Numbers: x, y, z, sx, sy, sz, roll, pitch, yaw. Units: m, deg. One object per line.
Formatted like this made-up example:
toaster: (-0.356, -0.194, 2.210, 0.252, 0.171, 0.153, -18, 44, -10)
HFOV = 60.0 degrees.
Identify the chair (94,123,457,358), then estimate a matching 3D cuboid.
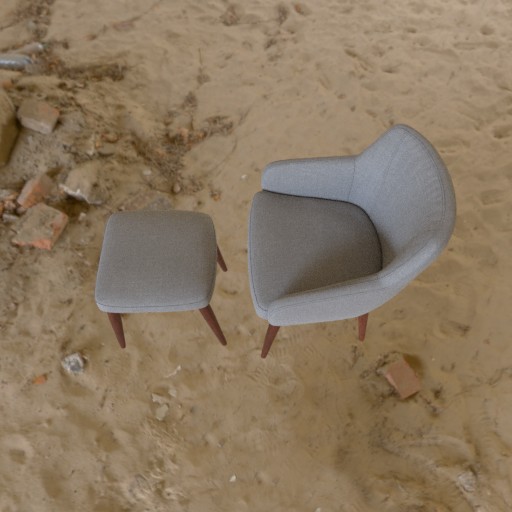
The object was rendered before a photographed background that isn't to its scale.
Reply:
chair: (0.000, 0.000, 1.566, 1.107, 0.799, 0.584, -1, 58, -1)
